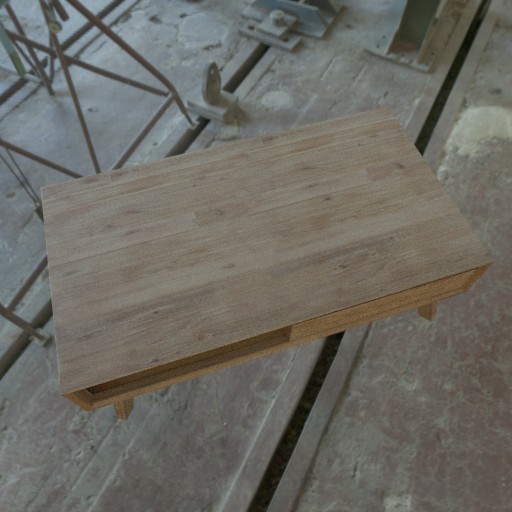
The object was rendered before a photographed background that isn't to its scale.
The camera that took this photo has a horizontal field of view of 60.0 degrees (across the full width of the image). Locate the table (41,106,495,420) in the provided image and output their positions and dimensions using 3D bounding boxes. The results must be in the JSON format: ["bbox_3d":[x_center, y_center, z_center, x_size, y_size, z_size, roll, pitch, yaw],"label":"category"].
[{"bbox_3d":[0.000,0.000,2.008,1.619,0.531,0.918,-16,61,-9],"label":"table"}]
